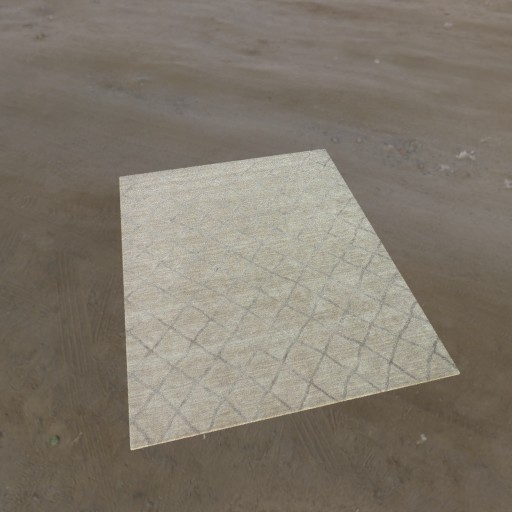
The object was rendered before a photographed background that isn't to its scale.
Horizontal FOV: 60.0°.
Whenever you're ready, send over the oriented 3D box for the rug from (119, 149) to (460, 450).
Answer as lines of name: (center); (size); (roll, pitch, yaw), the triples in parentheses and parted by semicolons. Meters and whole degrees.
rug: (0.000, 0.000, 4.130); (2.420, 0.019, 3.038); (-10, 48, -9)
